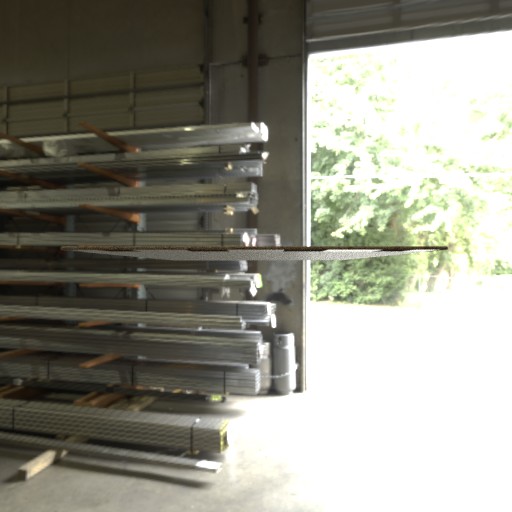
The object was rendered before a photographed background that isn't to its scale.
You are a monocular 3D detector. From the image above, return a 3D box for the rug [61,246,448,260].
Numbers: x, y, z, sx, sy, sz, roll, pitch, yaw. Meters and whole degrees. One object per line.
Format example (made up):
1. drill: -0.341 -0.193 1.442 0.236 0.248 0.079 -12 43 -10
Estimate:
1. rug: 0.000 0.000 2.890 1.528 0.014 2.292 0 -2 0
